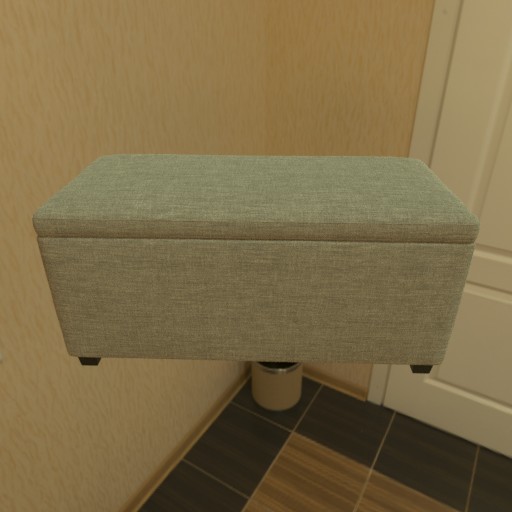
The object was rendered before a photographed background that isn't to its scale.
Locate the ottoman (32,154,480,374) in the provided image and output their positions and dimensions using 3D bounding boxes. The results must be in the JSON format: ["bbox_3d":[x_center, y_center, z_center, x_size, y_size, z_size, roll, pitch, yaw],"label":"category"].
[{"bbox_3d":[0.000,0.000,1.121,0.902,0.432,0.419,1,29,2],"label":"ottoman"}]
